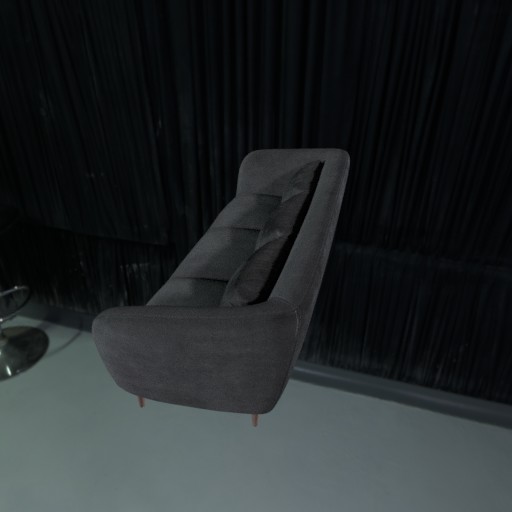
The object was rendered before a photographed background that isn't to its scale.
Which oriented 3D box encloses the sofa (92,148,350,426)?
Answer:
[{"bbox_3d":[0.000,0.000,2.757,0.956,0.875,2.296,8,31,13],"label":"sofa"}]
